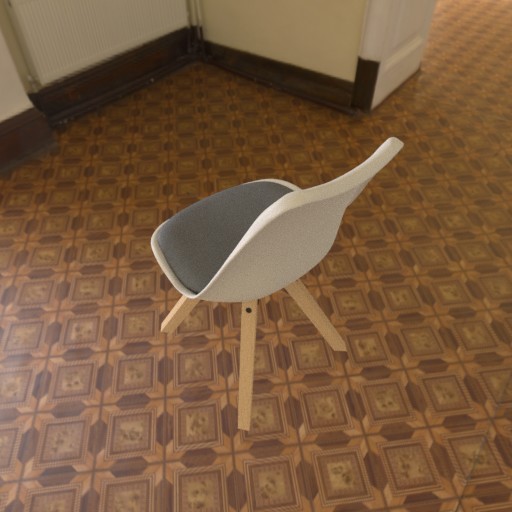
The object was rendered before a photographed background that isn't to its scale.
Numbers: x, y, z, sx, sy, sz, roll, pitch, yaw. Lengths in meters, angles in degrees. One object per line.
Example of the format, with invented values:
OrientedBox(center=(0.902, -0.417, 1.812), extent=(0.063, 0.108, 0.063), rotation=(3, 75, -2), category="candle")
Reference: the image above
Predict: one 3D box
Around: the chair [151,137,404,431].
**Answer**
OrientedBox(center=(0.000, 0.000, 1.184), extent=(0.485, 0.850, 0.550), rotation=(-31, 54, -26), category="chair")
